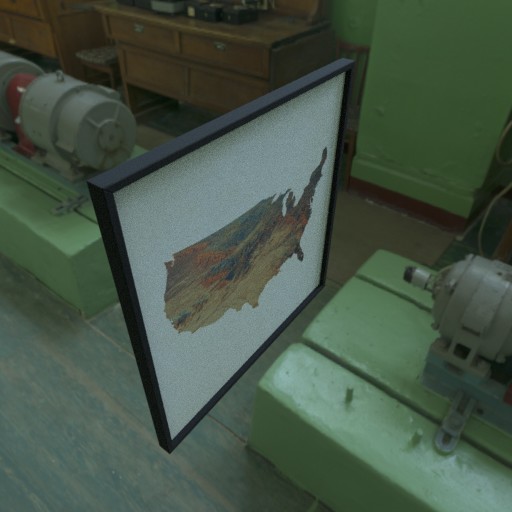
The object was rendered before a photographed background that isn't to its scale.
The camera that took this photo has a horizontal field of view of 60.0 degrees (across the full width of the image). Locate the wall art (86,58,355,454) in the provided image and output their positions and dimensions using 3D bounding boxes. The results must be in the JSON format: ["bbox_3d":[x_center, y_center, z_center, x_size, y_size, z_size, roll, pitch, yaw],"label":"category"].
[{"bbox_3d":[0.000,0.000,1.105,0.038,0.762,0.762,26,46,28],"label":"wall art"}]
